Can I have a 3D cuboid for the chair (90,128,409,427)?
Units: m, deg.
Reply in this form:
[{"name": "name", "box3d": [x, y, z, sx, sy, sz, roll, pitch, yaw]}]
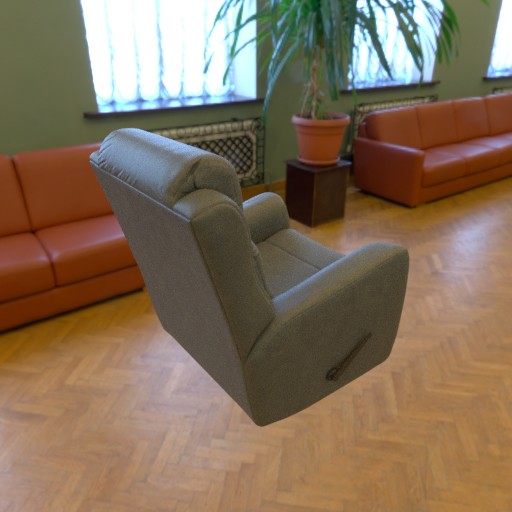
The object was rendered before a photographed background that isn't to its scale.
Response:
[{"name": "chair", "box3d": [0.000, 0.000, 1.963, 1.068, 1.116, 0.967, -19, 32, -33]}]
